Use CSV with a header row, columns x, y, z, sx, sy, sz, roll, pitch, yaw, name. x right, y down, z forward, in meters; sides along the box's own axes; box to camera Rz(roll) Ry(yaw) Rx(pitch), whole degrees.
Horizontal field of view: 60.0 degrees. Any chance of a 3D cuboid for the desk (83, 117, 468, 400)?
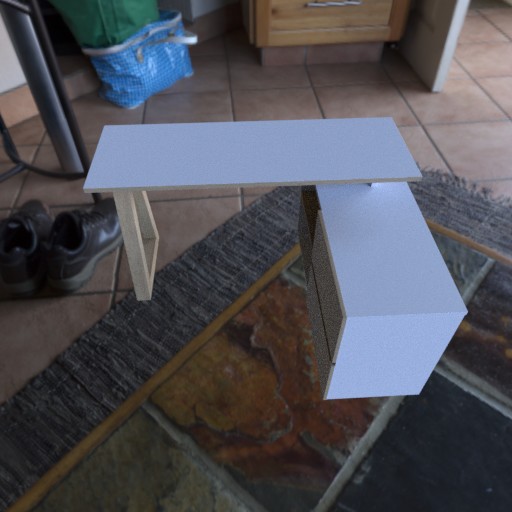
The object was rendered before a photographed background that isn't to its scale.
x,y,z,sx,sy,sz,roll,pitch,yaw,name
0.000,0.000,2.061,1.404,0.755,1.098,-2,47,-2,desk
